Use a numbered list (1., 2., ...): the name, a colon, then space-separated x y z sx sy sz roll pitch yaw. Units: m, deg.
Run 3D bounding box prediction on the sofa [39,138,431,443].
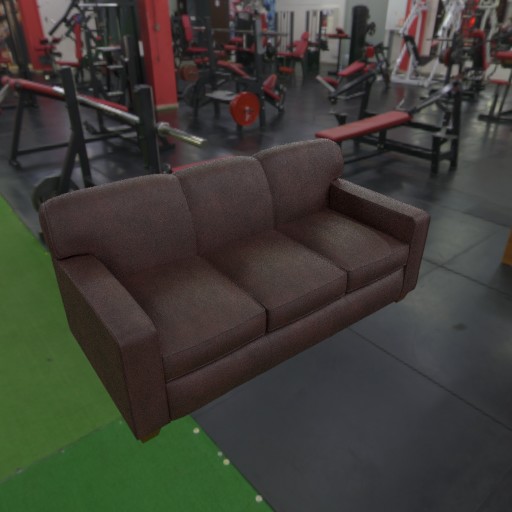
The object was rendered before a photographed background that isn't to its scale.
1. sofa: 0.000 0.000 2.594 2.039 0.953 1.008 -20 35 -32
